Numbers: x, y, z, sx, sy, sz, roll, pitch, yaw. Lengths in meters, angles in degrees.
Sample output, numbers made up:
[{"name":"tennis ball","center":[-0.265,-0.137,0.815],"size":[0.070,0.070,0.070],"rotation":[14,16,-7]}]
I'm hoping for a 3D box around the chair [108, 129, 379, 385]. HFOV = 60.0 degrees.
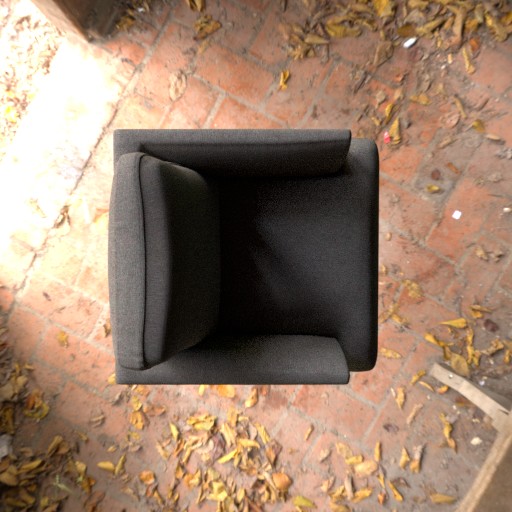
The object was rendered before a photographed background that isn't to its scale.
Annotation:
[{"name":"chair","center":[0.000,0.000,1.610],"size":[0.899,0.957,0.858],"rotation":[0,92,0]}]
